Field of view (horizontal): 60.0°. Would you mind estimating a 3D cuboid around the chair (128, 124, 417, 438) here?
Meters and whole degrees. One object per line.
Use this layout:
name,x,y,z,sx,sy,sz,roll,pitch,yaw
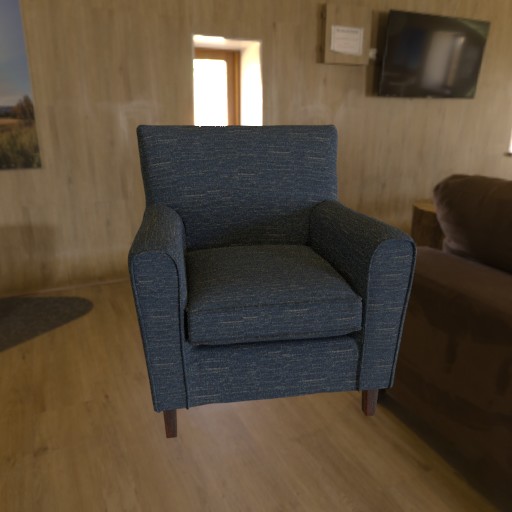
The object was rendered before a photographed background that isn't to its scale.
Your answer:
chair,0.000,0.000,1.638,0.864,0.928,0.873,-3,17,-9
